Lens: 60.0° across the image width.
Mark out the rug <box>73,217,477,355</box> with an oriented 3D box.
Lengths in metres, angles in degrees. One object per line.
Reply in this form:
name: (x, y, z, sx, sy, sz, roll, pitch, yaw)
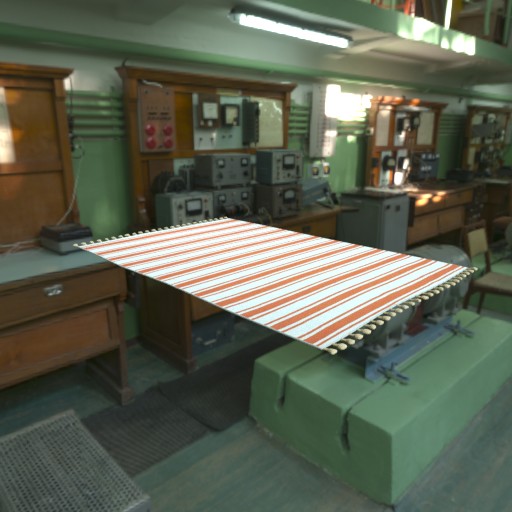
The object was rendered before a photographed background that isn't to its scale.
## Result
rug: (0.000, 0.000, 3.084, 1.556, 0.022, 2.433, -15, 22, -43)
